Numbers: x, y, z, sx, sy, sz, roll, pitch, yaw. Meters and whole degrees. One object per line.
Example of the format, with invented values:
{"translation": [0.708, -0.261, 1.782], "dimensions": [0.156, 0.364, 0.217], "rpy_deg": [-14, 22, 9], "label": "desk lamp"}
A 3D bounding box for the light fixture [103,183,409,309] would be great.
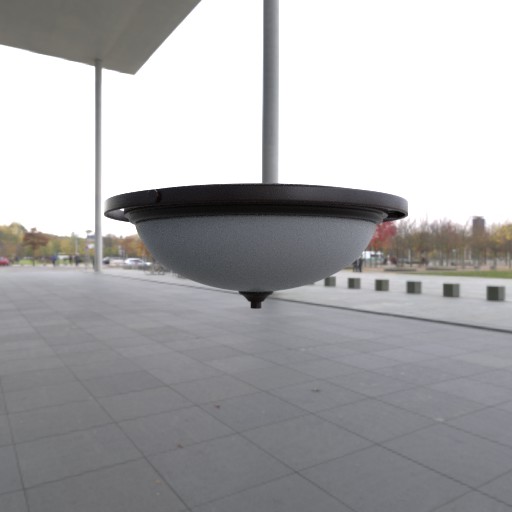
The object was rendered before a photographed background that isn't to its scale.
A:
{"translation": [0.000, 0.000, 0.554], "dimensions": [0.361, 0.130, 0.361], "rpy_deg": [0, 0, 0], "label": "light fixture"}
